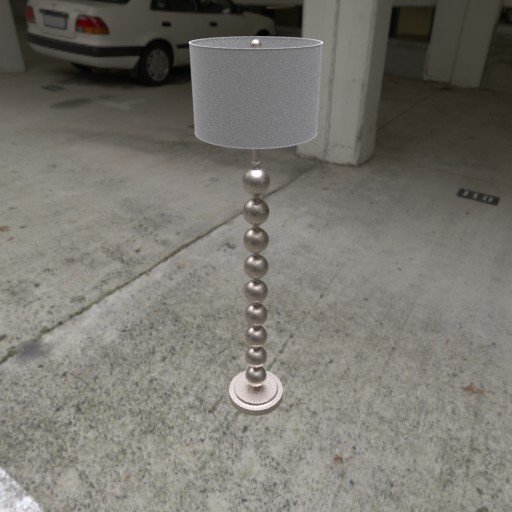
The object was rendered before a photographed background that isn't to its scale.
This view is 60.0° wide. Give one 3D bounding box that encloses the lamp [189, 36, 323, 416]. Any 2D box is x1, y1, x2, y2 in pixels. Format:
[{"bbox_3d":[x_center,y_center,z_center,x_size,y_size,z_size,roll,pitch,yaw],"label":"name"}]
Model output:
[{"bbox_3d":[0.000,0.000,1.674,0.394,1.474,0.394,18,35,28],"label":"lamp"}]
